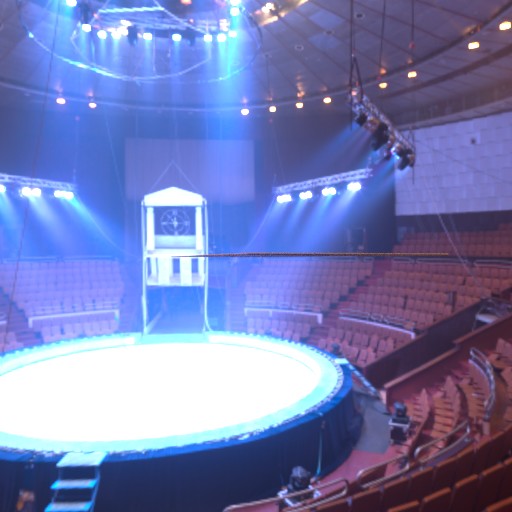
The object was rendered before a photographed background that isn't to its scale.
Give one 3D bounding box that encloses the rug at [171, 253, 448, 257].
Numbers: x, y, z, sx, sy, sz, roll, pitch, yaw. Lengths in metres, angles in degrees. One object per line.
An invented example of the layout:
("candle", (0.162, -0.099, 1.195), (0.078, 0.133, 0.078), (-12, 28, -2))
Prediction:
("rug", (0.000, 0.000, 2.710), (0.806, 0.006, 2.431), (0, 0, -17))
